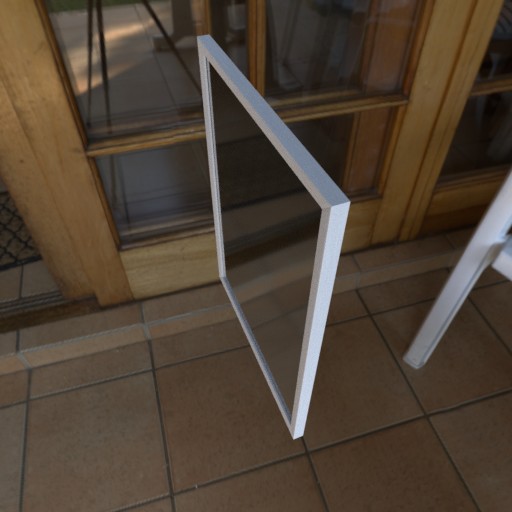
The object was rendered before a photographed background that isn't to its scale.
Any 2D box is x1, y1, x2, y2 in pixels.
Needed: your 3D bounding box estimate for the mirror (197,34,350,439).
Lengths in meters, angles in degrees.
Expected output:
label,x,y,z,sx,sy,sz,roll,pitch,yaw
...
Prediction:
label,x,y,z,sx,sy,sz,roll,pitch,yaw
mirror,0.000,0.000,1.346,0.040,1.016,0.762,-17,49,-15
